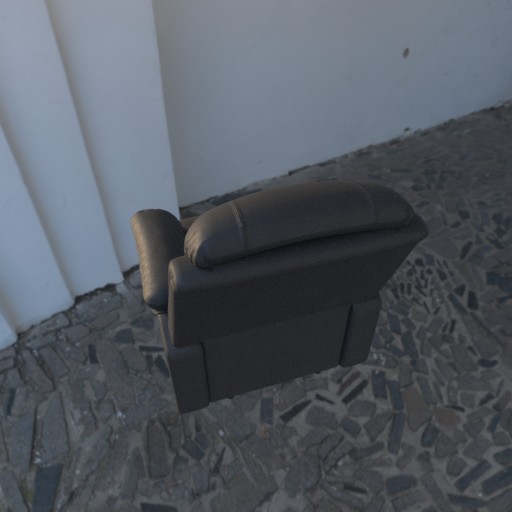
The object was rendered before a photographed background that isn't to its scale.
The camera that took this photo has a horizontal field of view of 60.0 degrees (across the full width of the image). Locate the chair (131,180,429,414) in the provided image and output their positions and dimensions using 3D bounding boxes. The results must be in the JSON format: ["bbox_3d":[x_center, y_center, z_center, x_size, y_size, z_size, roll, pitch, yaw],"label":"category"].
[{"bbox_3d":[0.000,0.000,1.665,0.855,0.992,0.919,-12,42,-13],"label":"chair"}]
